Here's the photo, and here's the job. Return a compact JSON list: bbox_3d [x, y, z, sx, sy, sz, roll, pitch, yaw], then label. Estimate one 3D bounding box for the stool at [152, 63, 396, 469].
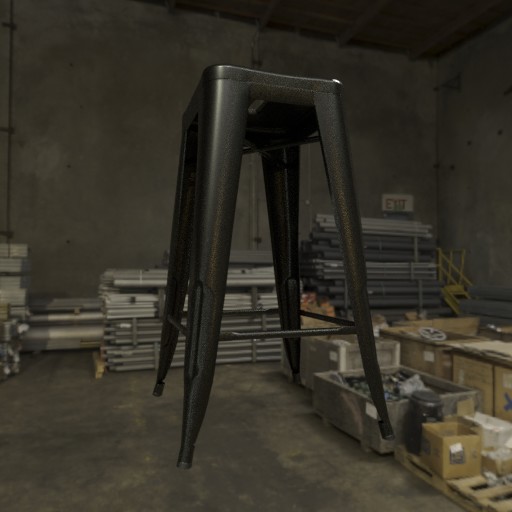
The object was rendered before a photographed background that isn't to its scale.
[{"bbox_3d":[0.000,0.000,0.862,0.359,0.609,0.399,1,-2,-18],"label":"stool"}]
